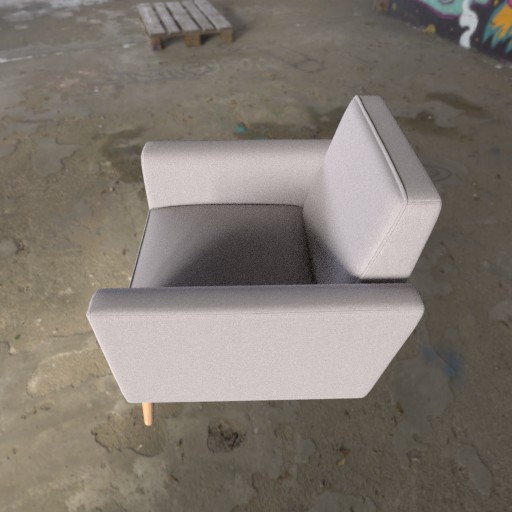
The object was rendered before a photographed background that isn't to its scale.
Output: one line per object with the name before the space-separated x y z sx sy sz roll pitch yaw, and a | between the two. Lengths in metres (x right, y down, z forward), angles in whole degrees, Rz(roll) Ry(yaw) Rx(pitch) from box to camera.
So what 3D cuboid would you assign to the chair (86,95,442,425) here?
chair | 0.000 0.000 1.339 0.750 0.780 0.780 -1 42 -1
